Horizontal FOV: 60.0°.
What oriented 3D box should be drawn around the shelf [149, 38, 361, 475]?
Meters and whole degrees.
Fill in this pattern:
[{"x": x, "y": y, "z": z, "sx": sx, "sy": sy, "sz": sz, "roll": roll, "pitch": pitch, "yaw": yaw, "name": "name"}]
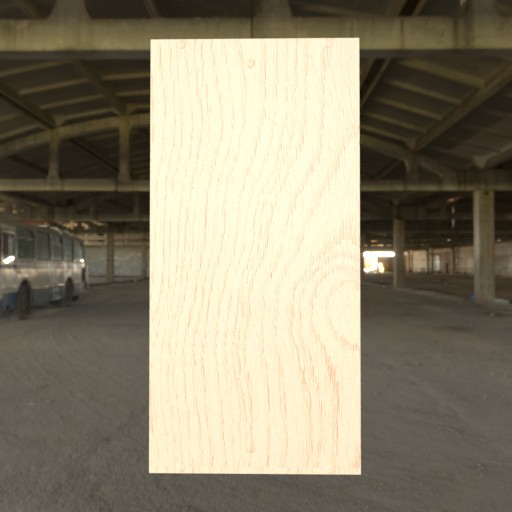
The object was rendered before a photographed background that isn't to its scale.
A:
[{"x": 0.000, "y": 0.000, "z": 0.734, "sx": 0.290, "sy": 0.600, "sz": 0.250, "roll": 0, "pitch": -1, "yaw": 1, "name": "shelf"}]
